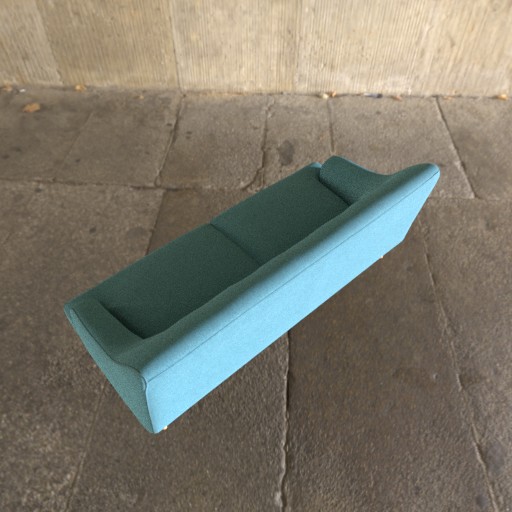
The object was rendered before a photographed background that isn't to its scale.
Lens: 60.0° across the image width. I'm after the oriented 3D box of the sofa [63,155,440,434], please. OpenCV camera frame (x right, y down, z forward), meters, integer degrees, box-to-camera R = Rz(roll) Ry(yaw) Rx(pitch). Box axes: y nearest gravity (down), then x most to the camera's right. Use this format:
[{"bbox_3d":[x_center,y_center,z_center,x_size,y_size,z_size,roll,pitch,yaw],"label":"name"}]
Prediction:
[{"bbox_3d":[0.000,0.000,2.616,2.057,0.871,0.978,-33,56,-26],"label":"sofa"}]
